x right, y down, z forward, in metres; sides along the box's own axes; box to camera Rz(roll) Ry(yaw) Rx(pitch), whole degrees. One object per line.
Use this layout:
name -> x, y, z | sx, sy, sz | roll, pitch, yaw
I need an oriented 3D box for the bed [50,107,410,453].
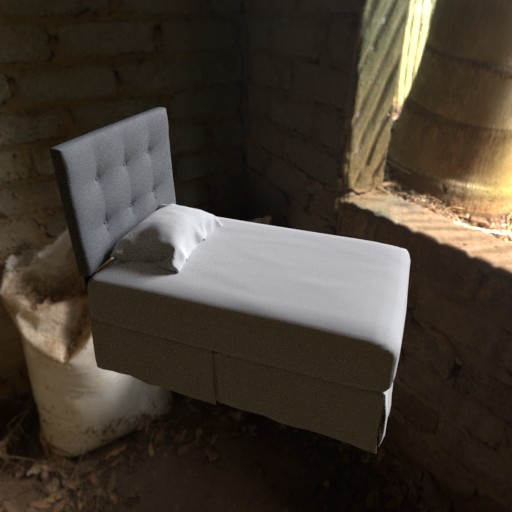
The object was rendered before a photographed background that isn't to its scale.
bed -> 0.000, 0.000, 2.937 | 1.997, 1.571, 1.261 | 10, 32, 17
